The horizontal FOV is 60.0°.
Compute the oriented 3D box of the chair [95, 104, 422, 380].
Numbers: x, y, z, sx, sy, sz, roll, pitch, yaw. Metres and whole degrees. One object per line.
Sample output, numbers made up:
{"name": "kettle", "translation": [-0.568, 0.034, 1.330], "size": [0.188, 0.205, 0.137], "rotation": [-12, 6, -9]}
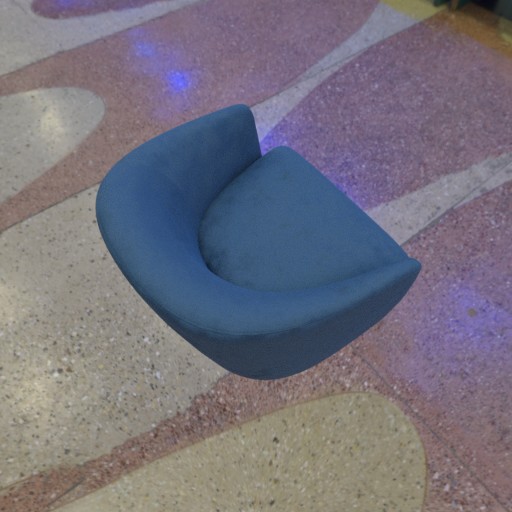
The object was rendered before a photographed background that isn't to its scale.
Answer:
{"name": "chair", "translation": [0.000, 0.000, 1.383], "size": [0.767, 0.698, 0.773], "rotation": [-32, 63, -19]}
